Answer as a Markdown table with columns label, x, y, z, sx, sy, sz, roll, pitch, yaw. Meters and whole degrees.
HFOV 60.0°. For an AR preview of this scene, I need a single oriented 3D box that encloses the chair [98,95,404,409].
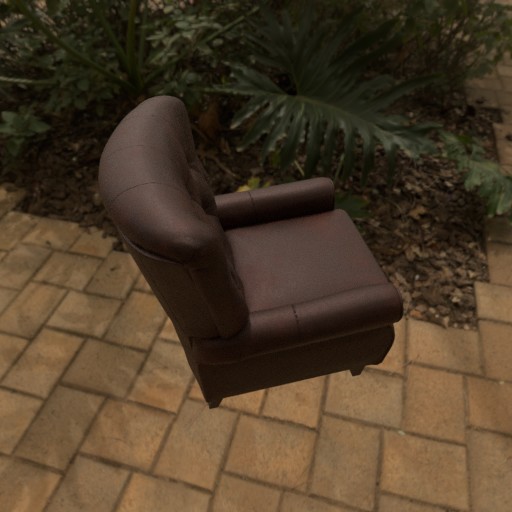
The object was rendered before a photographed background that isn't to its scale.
| label | x | y | z | sx | sy | sz | roll | pitch | yaw |
| --- | --- | --- | --- | --- | --- | --- | --- | --- | --- |
| chair | 0.000 | 0.000 | 1.887 | 1.058 | 1.158 | 0.948 | -10 | 46 | -10 |
